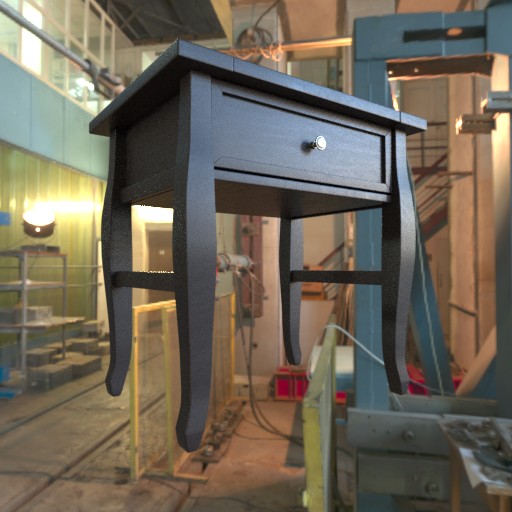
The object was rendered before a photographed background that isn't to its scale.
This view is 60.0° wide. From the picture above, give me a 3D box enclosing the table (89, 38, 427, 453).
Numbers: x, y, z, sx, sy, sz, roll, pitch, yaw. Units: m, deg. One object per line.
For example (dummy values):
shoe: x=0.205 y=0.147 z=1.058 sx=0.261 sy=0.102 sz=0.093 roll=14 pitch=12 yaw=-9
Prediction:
table: x=0.000 y=0.000 z=0.984 sx=0.602 sy=0.605 sz=0.460 roll=1 pitch=-2 yaw=-36
